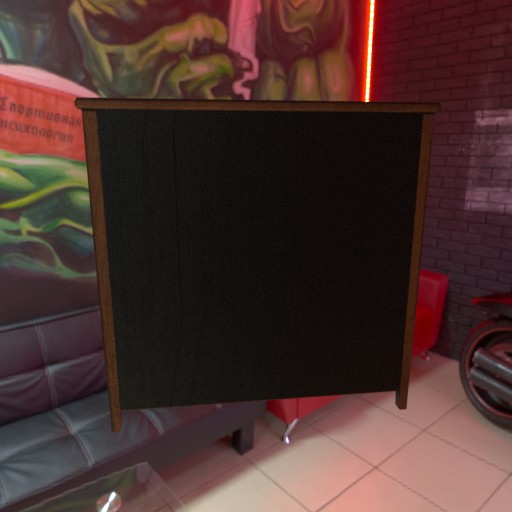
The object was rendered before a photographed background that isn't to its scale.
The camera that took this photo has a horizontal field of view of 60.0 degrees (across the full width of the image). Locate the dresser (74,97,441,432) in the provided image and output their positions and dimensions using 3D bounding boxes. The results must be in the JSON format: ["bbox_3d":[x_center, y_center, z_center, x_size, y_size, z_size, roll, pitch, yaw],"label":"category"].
[{"bbox_3d":[0.000,0.000,1.922,1.250,1.224,0.591,-2,14,-7],"label":"dresser"}]
